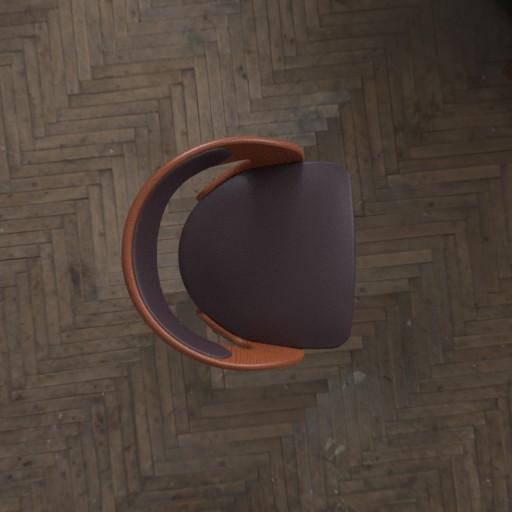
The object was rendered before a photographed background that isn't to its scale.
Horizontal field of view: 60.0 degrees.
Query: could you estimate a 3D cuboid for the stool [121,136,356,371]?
[{"bbox_3d":[0.000,0.000,1.200,0.457,0.940,0.457,0,89,-1],"label":"stool"}]
